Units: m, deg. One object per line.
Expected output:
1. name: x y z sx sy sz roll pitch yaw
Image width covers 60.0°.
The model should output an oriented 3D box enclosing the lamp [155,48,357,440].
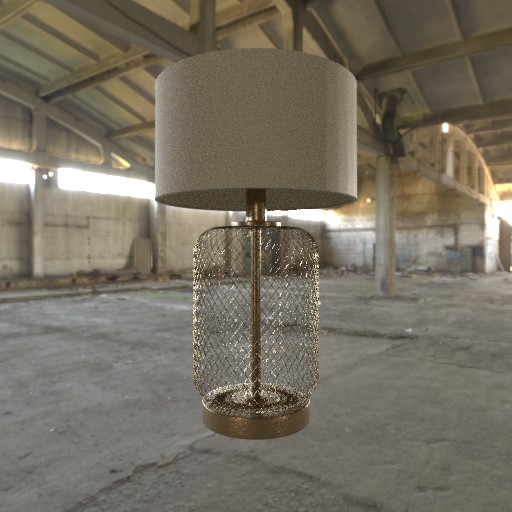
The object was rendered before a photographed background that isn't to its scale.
1. lamp: 0.000 0.000 0.791 0.353 0.578 0.353 0 0 0
